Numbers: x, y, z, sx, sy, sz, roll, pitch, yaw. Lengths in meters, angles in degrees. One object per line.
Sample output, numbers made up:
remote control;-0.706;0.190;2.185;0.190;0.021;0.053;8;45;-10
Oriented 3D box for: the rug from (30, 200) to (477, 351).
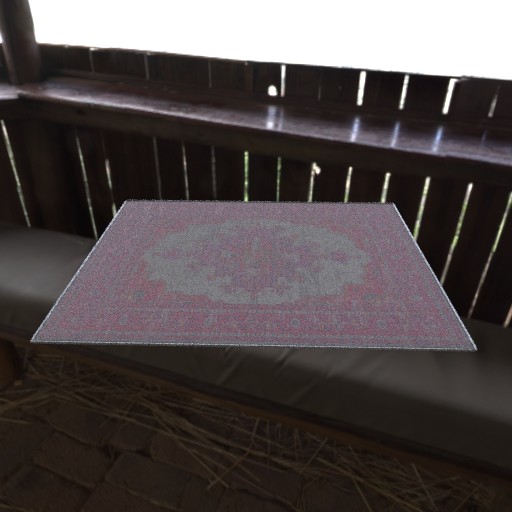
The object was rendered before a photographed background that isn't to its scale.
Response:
rug;0.000;0.000;4.125;3.123;0.017;2.447;1;31;1
